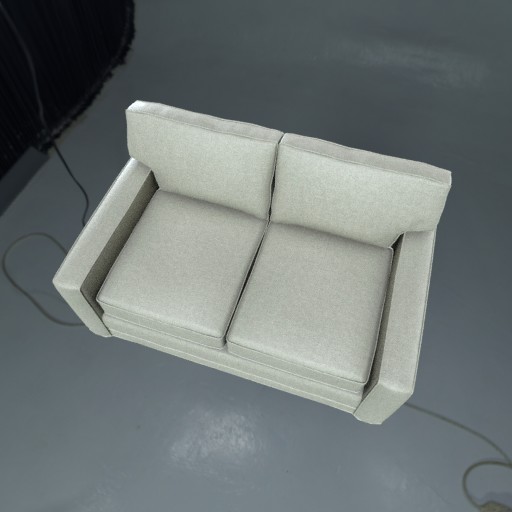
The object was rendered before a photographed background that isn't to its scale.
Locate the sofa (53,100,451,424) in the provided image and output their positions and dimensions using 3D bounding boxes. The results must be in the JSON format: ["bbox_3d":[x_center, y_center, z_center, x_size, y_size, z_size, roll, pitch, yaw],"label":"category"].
[{"bbox_3d":[0.000,0.000,2.029,1.484,0.853,0.940,15,59,9],"label":"sofa"}]
